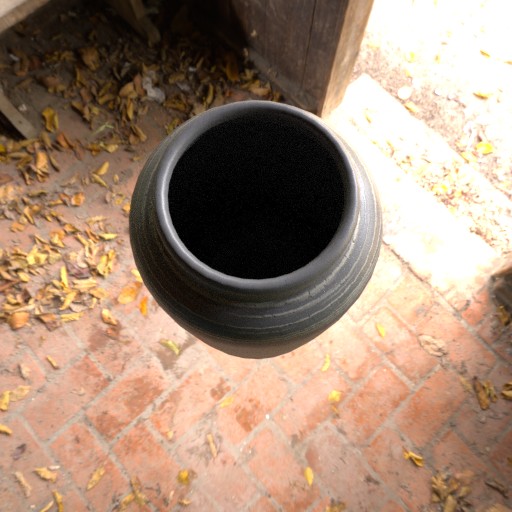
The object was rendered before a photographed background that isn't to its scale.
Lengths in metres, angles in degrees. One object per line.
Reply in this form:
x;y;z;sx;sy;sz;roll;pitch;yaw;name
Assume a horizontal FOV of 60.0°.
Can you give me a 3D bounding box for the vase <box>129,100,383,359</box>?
0.000;0.000;0.667;0.297;0.499;0.297;0;75;0;vase
